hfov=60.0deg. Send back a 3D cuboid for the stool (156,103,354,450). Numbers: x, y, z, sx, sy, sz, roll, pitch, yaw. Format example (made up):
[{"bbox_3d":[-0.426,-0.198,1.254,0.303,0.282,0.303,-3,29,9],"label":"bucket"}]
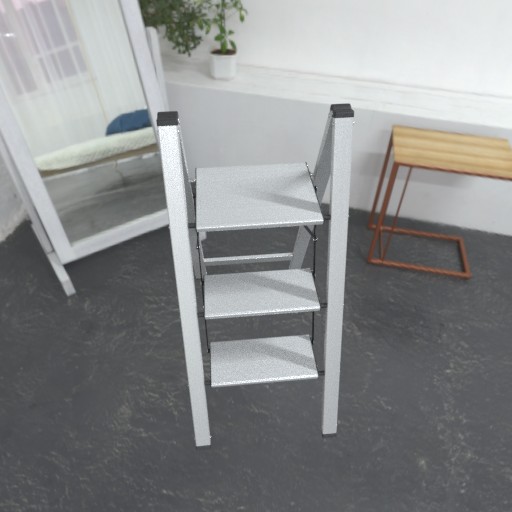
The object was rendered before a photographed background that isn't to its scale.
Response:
[{"bbox_3d":[0.000,0.000,1.299,0.441,0.902,0.730,-4,45,-4],"label":"stool"}]
